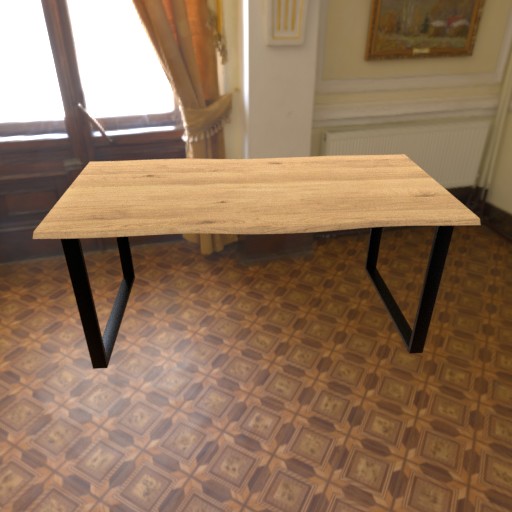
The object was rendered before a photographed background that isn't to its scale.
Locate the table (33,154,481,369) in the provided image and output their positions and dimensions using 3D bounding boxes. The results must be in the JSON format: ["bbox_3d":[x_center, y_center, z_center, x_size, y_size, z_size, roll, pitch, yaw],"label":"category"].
[{"bbox_3d":[0.000,0.000,2.329,1.800,0.780,0.900,-2,30,-3],"label":"table"}]
